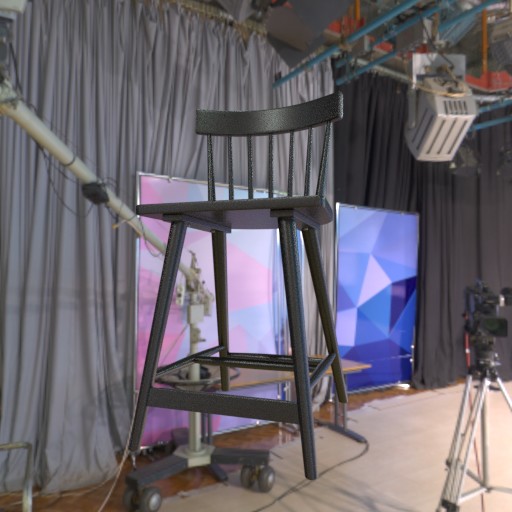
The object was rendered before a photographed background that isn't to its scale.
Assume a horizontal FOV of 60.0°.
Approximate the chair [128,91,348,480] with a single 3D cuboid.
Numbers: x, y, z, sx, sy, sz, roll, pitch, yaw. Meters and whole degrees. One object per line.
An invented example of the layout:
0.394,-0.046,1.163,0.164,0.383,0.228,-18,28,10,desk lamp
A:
0.000,0.000,1.270,0.483,0.952,0.572,0,-1,19,chair
